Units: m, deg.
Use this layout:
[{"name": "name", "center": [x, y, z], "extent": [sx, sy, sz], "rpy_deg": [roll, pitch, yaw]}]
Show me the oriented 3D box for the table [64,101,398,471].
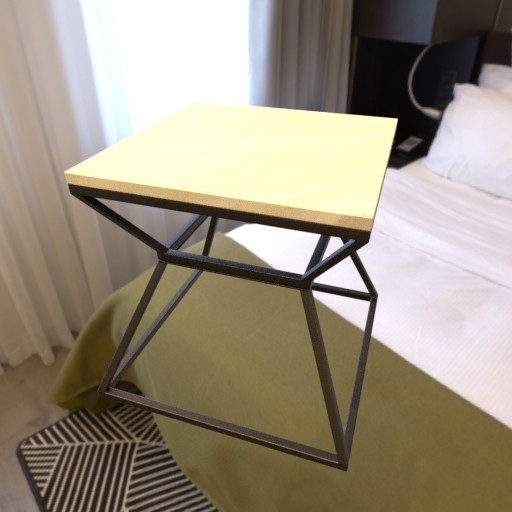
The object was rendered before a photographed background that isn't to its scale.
[{"name": "table", "center": [0.000, 0.000, 0.816], "extent": [0.455, 0.431, 0.455], "rpy_deg": [10, 34, 16]}]
